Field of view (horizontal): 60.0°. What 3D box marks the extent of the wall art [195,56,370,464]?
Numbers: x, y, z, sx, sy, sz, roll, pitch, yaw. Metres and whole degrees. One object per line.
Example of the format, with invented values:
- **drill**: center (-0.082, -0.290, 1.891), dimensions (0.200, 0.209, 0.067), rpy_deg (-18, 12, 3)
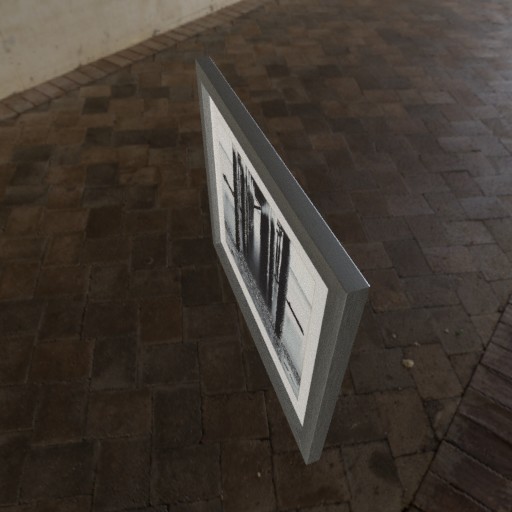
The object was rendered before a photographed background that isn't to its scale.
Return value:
- **wall art**: center (0.000, 0.000, 0.758), dimensions (0.028, 0.457, 0.556), rpy_deg (-15, 48, -14)
